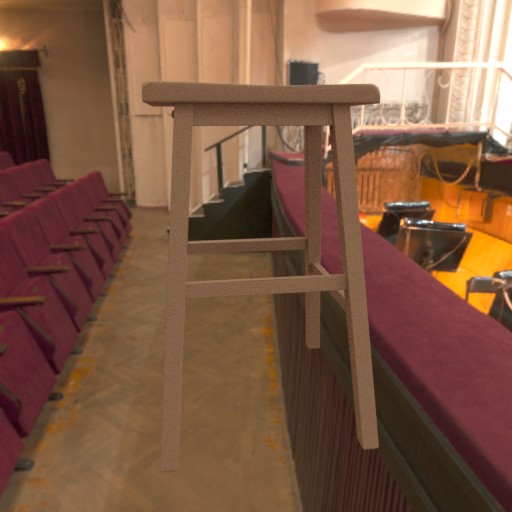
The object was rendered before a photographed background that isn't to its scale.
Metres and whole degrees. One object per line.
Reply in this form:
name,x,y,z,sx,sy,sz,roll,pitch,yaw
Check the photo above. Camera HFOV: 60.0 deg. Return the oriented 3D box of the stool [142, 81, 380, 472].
stool,0.000,0.000,1.032,0.457,0.737,0.476,-3,17,-8
